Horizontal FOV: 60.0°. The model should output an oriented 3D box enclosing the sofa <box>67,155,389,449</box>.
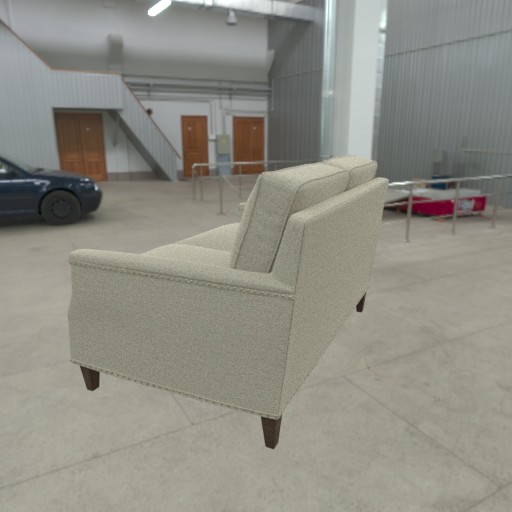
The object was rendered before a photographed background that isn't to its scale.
[{"bbox_3d":[0.000,0.000,2.315,1.084,1.003,1.597,7,17,25],"label":"sofa"}]
